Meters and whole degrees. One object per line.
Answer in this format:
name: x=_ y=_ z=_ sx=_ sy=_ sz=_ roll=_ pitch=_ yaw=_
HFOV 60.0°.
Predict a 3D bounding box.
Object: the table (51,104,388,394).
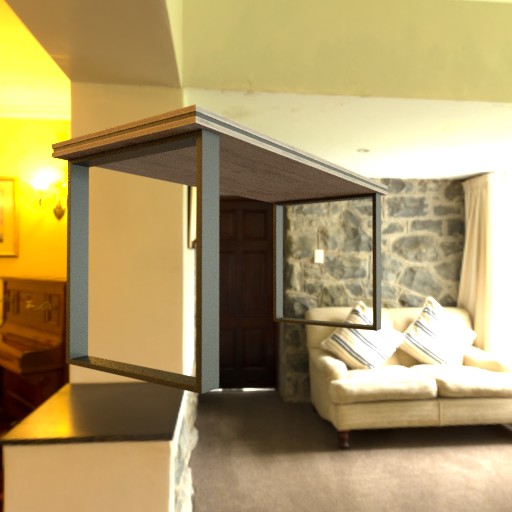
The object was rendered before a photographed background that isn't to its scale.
table: x=0.000 y=0.000 z=2.301 sx=0.795 sy=0.899 sz=1.778 roll=-1 pitch=-1 yaw=35
